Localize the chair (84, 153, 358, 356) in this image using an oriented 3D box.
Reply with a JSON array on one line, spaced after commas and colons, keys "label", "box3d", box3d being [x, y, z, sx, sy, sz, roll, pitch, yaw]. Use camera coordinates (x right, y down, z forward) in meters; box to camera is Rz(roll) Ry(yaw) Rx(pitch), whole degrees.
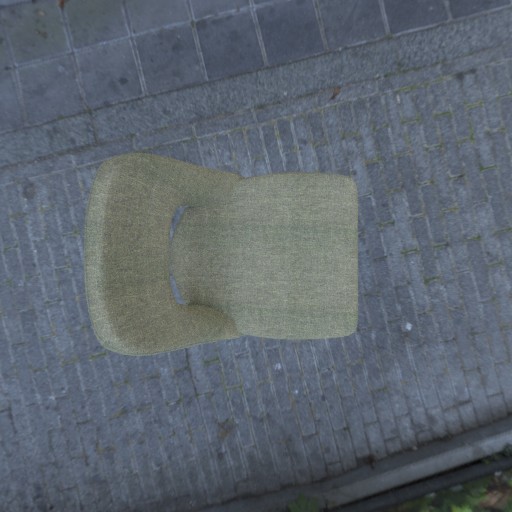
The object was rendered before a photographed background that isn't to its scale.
[{"label": "chair", "box3d": [0.000, 0.000, 1.267, 0.612, 0.931, 0.470, 0, 90, 2]}]
